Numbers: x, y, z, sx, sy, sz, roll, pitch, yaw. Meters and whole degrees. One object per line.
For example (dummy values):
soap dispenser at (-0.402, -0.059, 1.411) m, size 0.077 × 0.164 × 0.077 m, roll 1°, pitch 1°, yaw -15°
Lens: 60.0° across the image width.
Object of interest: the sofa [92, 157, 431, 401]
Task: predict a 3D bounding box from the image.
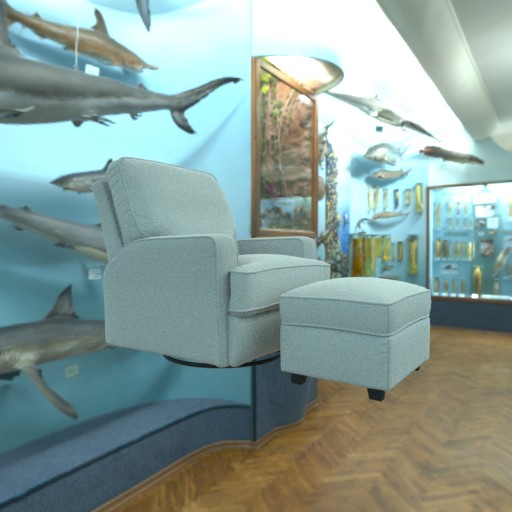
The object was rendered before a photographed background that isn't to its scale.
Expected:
sofa at (0.000, 0.000, 2.085) m, size 1.472 × 0.959 × 0.861 m, roll 1°, pitch 2°, yaw 35°
